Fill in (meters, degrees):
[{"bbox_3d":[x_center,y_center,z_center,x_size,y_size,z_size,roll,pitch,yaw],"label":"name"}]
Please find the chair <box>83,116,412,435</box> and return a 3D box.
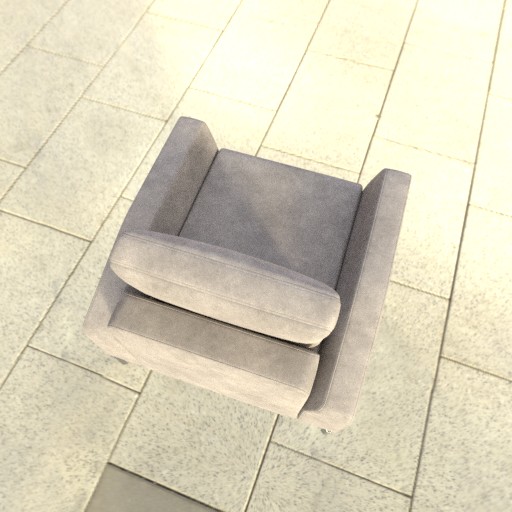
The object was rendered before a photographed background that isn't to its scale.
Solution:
[{"bbox_3d":[0.000,0.000,1.564,0.900,0.800,0.900,16,64,8],"label":"chair"}]
